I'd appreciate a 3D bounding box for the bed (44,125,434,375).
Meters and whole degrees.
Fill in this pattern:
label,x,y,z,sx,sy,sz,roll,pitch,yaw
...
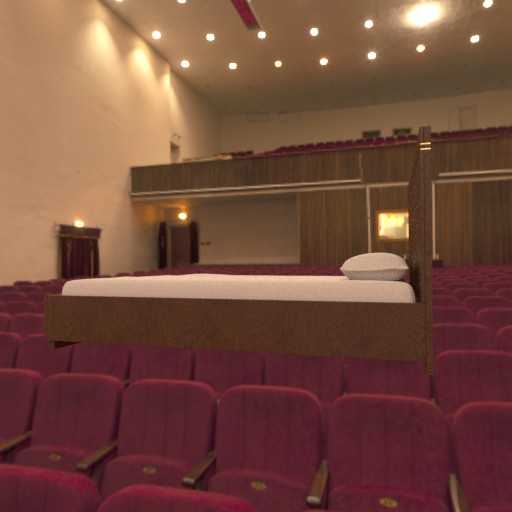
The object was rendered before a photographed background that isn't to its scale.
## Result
label,x,y,z,sx,sy,sz,roll,pitch,yaw
bed,0.000,0.000,3.169,2.221,1.169,1.613,0,-2,17
